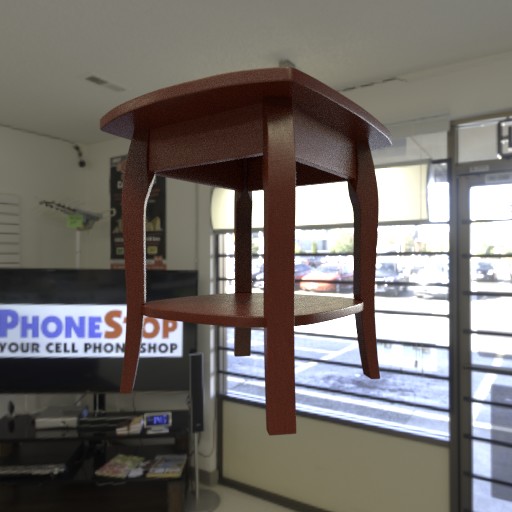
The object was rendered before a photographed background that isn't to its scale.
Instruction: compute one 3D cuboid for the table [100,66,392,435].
[{"bbox_3d":[0.000,0.000,0.862,0.433,0.496,0.502,0,0,35],"label":"table"}]
